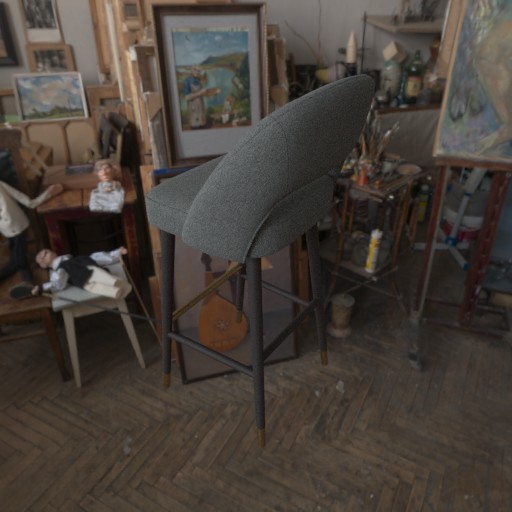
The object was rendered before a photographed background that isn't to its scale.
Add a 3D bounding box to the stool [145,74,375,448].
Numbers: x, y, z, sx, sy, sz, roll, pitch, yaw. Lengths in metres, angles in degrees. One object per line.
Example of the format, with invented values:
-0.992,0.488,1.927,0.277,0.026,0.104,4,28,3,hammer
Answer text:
0.000,0.000,1.374,0.524,1.089,0.536,21,38,29,stool
